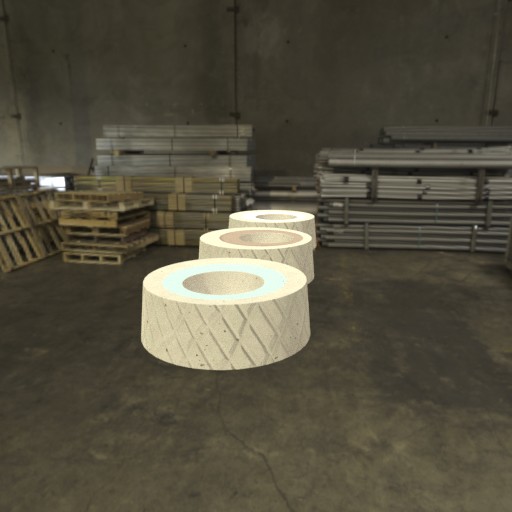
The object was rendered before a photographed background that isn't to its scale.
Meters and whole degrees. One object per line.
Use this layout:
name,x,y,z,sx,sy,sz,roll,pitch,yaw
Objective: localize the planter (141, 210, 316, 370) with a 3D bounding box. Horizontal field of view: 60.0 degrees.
planter,0.000,0.000,0.431,0.114,0.038,0.390,2,14,8
